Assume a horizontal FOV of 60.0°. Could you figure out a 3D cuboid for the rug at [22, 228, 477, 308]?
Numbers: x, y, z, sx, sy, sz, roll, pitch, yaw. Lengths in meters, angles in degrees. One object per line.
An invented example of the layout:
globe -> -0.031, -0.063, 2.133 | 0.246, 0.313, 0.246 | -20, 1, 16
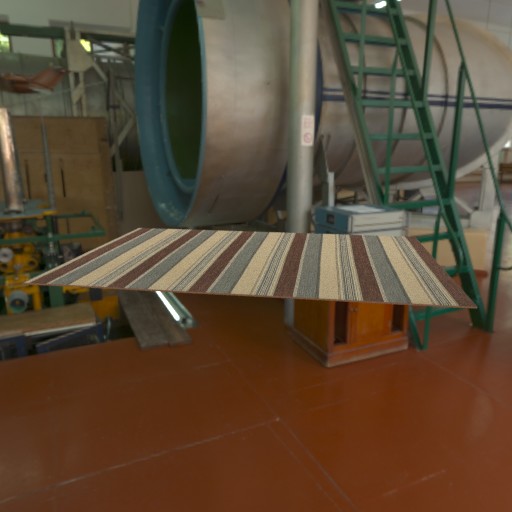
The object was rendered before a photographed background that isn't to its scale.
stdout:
rug -> 0.000, 0.000, 2.332 | 1.829, 0.008, 1.219 | 2, 15, 9
